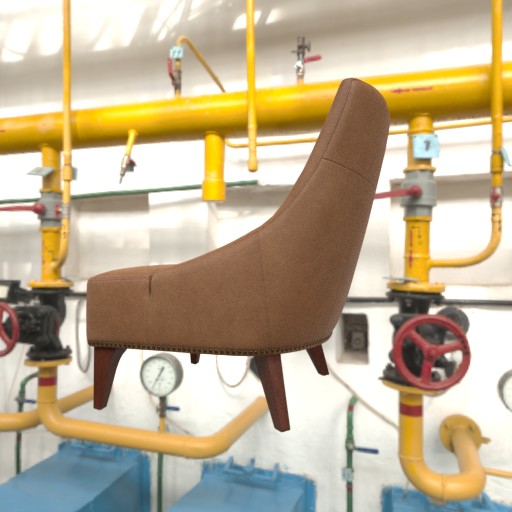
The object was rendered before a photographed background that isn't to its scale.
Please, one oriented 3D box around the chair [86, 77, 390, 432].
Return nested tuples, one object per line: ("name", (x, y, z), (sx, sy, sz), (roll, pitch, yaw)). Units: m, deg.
("chair", (0.000, 0.000, 1.482), (0.861, 0.909, 0.701), (0, -1, 19))
